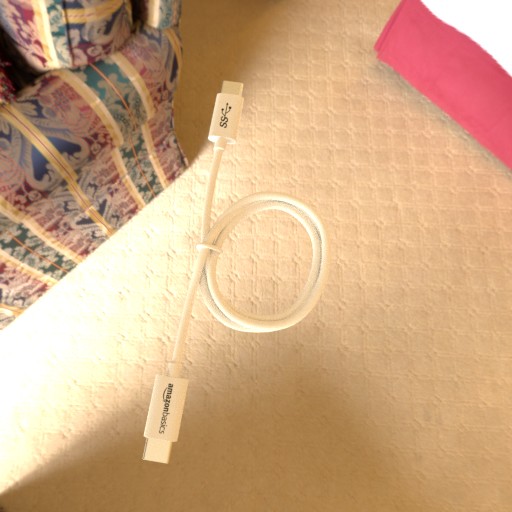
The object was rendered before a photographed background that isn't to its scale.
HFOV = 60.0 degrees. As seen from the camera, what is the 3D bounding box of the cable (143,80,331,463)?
[{"bbox_3d":[0.000,0.000,0.205,0.070,0.014,0.186,8,74,2],"label":"cable"}]
